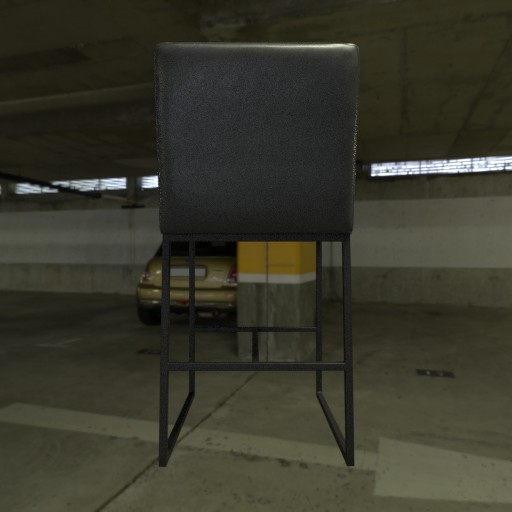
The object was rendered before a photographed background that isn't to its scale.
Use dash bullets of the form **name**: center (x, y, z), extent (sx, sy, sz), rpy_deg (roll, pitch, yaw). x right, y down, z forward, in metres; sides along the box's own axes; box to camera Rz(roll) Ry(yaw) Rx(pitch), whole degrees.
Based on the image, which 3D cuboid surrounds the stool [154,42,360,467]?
- **stool**: center (0.000, 0.000, 1.222), extent (0.457, 0.938, 0.552), rpy_deg (0, 0, 0)
